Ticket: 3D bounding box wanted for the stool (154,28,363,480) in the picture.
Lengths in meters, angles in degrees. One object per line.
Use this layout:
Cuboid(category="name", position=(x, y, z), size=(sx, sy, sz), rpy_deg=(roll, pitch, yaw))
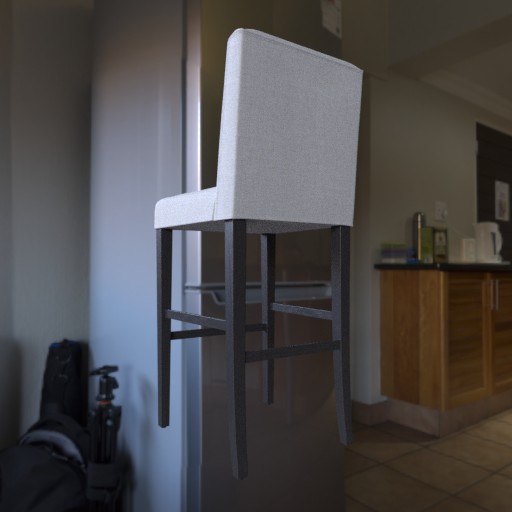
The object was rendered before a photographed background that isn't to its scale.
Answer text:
Cuboid(category="stool", position=(0.000, 0.000, 1.385), size=(0.474, 1.116, 0.509), rpy_deg=(1, -1, -34))
